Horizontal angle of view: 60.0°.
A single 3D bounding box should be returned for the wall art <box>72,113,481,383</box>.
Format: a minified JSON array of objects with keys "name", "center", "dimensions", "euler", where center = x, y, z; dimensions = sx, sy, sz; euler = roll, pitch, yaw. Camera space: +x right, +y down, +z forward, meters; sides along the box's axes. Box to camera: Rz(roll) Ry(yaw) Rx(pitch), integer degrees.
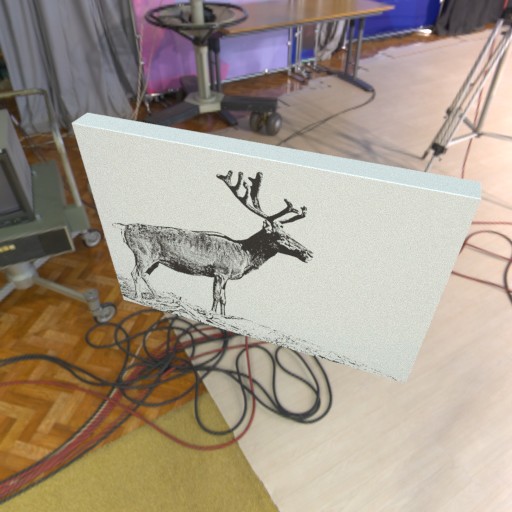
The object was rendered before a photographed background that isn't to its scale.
[{"name":"wall art","center":[0.000,0.000,0.778],"dimensions":[0.608,0.414,0.042],"euler":[14,44,15]}]
